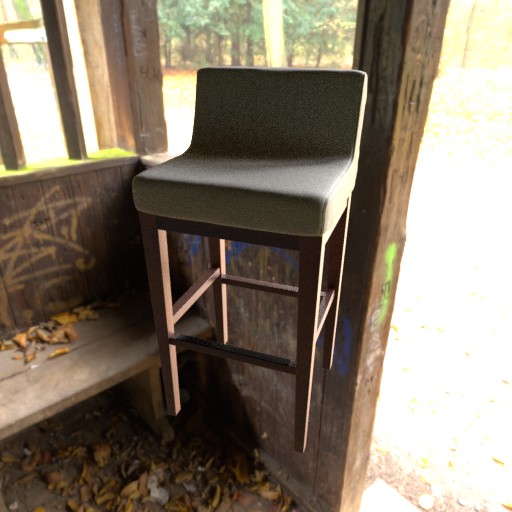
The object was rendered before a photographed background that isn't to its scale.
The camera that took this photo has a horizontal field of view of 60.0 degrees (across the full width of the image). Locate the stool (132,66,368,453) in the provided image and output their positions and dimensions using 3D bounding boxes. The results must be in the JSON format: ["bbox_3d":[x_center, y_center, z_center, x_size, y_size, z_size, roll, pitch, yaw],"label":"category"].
[{"bbox_3d":[0.000,0.000,1.350,0.511,1.037,0.500,9,28,18],"label":"stool"}]
